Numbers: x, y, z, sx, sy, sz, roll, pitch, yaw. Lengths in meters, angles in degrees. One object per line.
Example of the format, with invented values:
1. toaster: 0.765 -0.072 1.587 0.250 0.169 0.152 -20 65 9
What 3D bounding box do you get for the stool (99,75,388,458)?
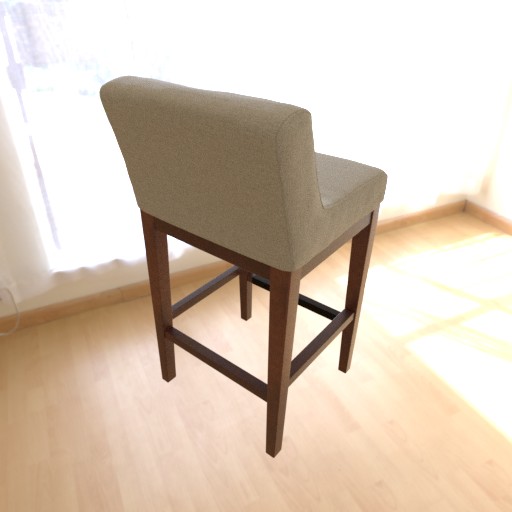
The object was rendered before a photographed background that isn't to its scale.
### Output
1. stool: 0.000 0.000 1.223 0.511 0.937 0.500 23 38 32
